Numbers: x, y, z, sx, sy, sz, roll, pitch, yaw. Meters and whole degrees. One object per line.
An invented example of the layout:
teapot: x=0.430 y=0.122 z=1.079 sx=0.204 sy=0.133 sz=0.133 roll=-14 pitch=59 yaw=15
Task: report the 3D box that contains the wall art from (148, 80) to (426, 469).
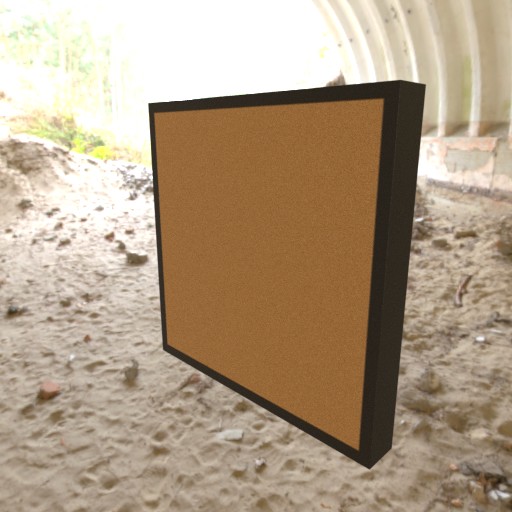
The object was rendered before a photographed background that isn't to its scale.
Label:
wall art: x=0.000 y=0.000 z=0.445 sx=0.304 sy=0.304 sz=0.038 roll=15 pitch=21 yaw=43
